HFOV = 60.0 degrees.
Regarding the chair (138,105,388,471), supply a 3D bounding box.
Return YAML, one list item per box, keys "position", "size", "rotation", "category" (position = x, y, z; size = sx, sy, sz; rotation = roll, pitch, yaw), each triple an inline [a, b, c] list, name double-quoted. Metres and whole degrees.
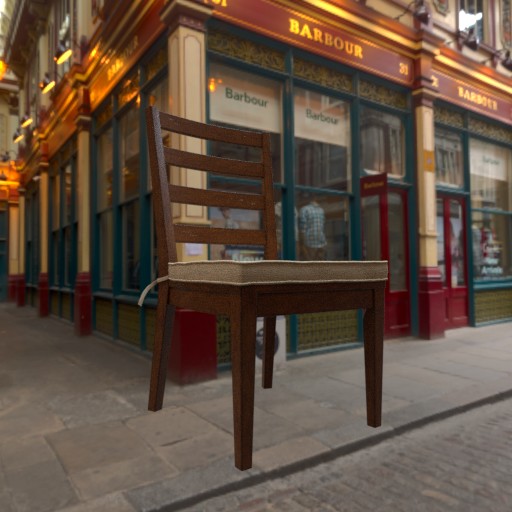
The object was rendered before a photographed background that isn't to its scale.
- position: [0.000, 0.000, 1.365]
  size: [0.593, 0.979, 0.595]
  rotation: [1, -2, -36]
  category: "chair"
